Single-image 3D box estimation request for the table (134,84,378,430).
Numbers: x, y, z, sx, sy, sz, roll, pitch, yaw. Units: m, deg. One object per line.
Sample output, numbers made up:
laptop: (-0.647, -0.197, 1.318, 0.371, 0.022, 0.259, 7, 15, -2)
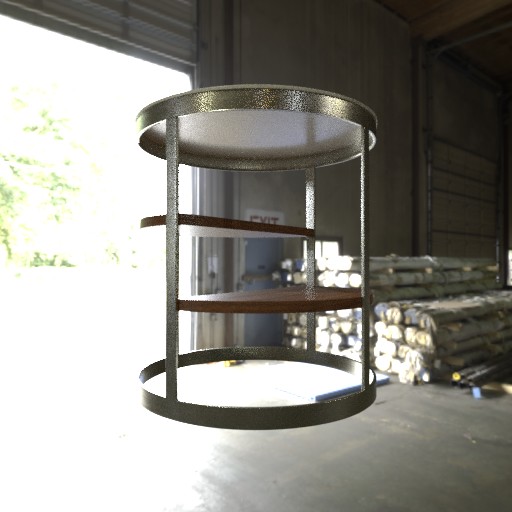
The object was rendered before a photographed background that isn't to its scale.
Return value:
table: (0.000, 0.000, 0.767, 0.407, 0.447, 0.407, 0, -1, 0)
